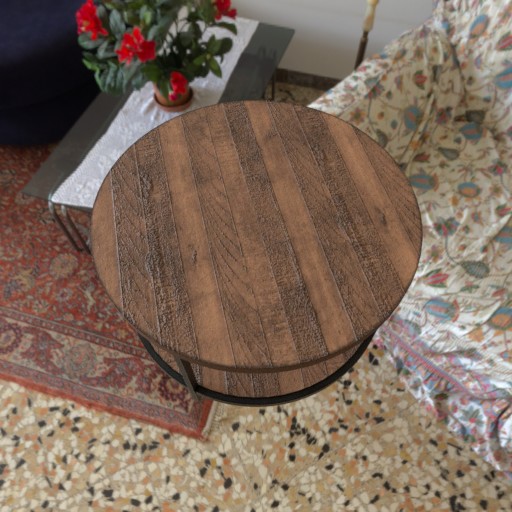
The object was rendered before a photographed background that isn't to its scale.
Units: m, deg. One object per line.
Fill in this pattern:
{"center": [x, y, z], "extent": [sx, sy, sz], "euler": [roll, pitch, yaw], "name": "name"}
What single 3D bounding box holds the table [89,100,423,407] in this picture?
{"center": [0.000, 0.000, 1.330], "extent": [0.837, 0.462, 0.837], "euler": [0, 58, 0], "name": "table"}
